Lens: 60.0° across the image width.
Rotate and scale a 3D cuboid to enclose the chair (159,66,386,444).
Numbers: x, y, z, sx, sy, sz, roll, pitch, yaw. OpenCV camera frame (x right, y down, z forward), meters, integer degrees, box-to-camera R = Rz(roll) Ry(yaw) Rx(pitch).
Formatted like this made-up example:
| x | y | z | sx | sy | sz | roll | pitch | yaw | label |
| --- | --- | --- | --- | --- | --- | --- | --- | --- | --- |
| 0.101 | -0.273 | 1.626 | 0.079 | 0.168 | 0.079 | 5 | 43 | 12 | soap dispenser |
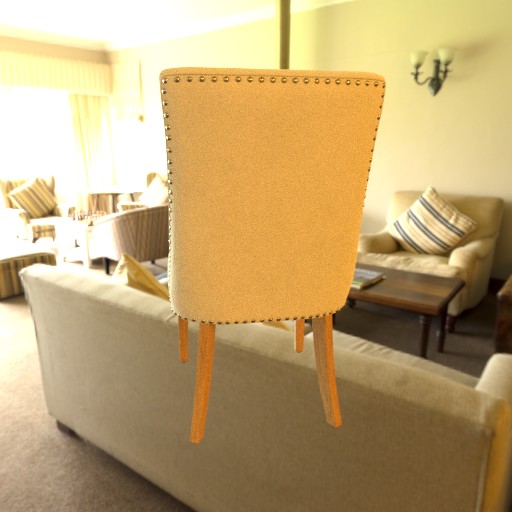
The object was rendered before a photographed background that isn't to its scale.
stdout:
| x | y | z | sx | sy | sz | roll | pitch | yaw | label |
| --- | --- | --- | --- | --- | --- | --- | --- | --- | --- |
| 0.000 | 0.000 | 1.243 | 0.495 | 0.902 | 0.610 | -3 | 15 | -10 | chair |
